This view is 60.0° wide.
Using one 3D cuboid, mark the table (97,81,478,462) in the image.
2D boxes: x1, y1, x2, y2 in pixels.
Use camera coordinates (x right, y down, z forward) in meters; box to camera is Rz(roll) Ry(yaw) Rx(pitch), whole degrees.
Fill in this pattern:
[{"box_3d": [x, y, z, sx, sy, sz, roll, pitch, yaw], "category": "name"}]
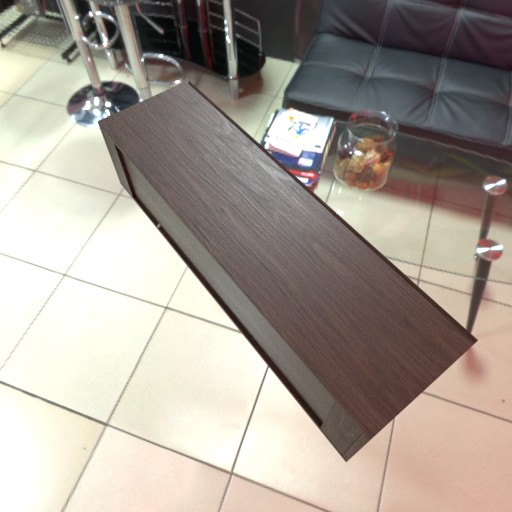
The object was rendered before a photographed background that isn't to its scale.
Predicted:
[{"box_3d": [0.000, 0.000, 1.614, 0.405, 0.508, 1.397, -33, 63, -20], "category": "table"}]
